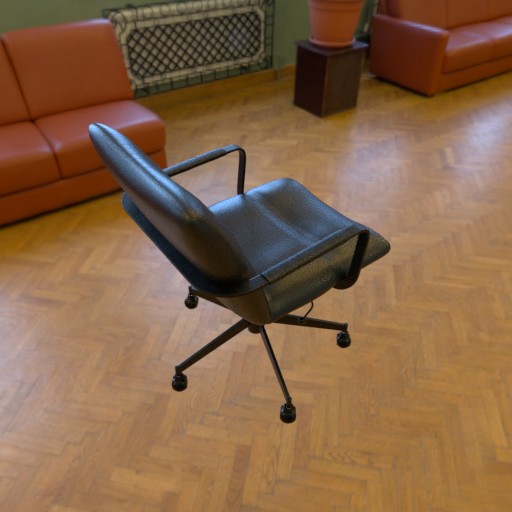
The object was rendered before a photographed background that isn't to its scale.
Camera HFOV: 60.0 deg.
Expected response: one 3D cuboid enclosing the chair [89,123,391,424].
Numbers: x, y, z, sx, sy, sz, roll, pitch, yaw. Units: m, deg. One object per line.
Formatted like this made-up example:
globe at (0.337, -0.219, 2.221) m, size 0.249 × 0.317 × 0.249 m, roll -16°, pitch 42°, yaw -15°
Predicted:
chair at (0.000, 0.000, 1.484) m, size 0.748 × 0.922 × 0.719 m, roll -25°, pitch 46°, yaw -27°
